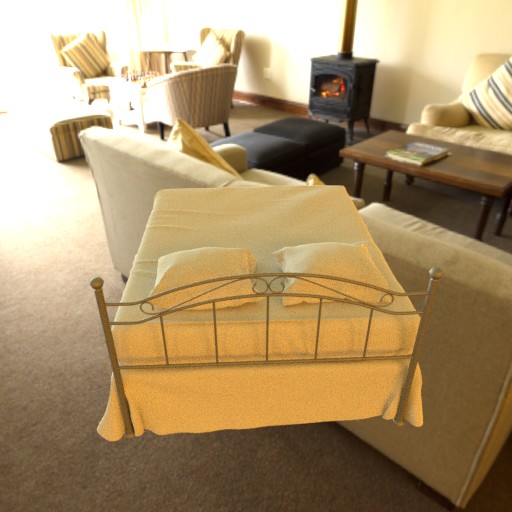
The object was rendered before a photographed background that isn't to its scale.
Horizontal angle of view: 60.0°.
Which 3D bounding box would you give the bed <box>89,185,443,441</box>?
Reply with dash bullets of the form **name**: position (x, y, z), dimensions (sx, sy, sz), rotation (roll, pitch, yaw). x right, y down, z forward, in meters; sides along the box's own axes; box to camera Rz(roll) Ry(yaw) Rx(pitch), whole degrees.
- **bed**: position (0.000, 0.000, 3.224), dimensions (1.936, 1.080, 2.215), rotation (-2, 31, -3)
